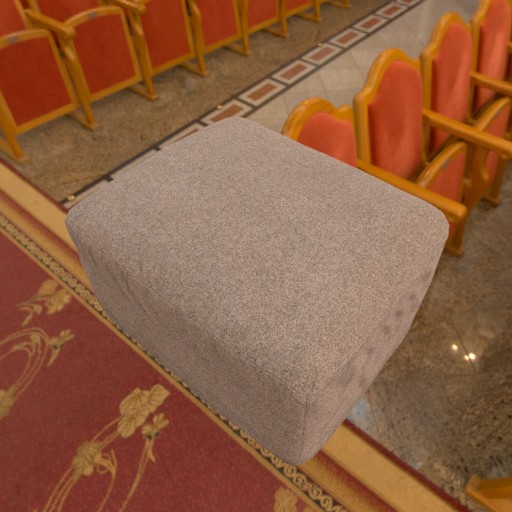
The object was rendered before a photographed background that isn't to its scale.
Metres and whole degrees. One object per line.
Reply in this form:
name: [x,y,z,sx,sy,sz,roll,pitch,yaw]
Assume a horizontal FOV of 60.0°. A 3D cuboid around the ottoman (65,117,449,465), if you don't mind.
ottoman: [0.000,0.000,1.246,0.837,0.481,0.683,32,55,26]
